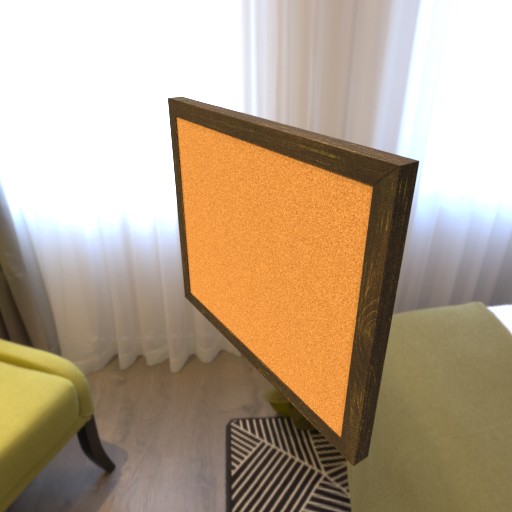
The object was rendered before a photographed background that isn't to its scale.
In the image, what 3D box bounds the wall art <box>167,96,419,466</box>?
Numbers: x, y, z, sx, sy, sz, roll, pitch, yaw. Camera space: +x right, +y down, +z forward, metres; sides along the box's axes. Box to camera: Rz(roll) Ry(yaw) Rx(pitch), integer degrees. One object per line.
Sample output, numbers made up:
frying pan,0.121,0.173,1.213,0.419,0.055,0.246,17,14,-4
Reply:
wall art,0.000,0.000,0.765,0.032,0.457,0.558,-18,33,-30
